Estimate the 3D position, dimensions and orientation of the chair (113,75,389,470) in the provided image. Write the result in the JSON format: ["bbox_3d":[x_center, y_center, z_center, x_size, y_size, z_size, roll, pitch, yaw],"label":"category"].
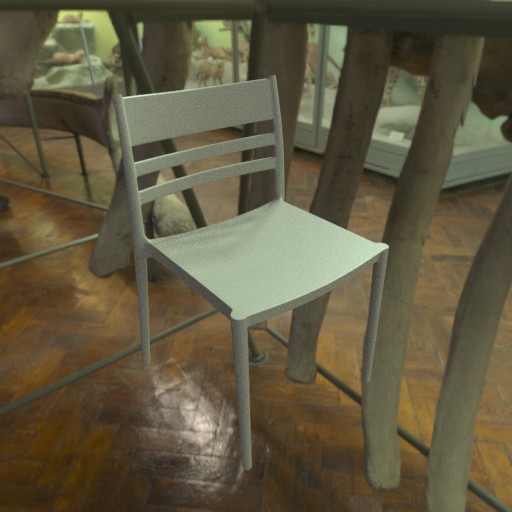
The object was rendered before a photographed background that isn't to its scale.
[{"bbox_3d":[0.000,0.000,1.160,0.531,0.800,0.511,-22,37,-33],"label":"chair"}]
